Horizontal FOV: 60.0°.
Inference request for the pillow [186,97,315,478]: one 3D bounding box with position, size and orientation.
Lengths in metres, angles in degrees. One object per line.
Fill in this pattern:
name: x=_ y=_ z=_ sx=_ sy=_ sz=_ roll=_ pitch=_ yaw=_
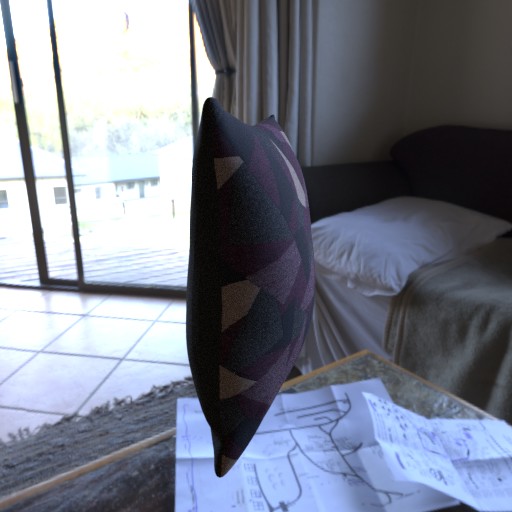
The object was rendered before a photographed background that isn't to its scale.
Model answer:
pillow: x=0.000 y=0.000 z=0.772 sx=0.208 sy=0.496 sz=0.503 roll=3 pitch=17 yaw=10
